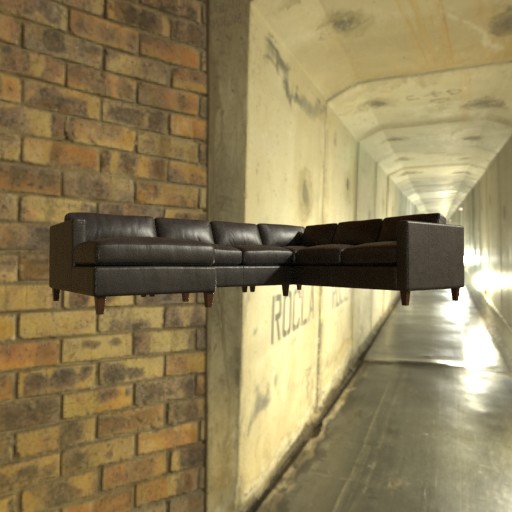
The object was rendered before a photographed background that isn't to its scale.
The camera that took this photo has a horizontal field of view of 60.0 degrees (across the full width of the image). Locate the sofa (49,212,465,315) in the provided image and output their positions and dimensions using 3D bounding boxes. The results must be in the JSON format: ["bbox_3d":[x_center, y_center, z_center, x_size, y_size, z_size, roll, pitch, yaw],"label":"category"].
[{"bbox_3d":[0.000,0.000,4.393,3.324,0.891,2.452,1,-1,-36],"label":"sofa"}]
